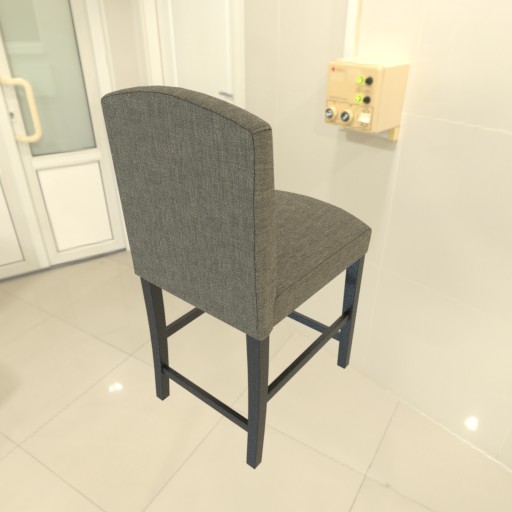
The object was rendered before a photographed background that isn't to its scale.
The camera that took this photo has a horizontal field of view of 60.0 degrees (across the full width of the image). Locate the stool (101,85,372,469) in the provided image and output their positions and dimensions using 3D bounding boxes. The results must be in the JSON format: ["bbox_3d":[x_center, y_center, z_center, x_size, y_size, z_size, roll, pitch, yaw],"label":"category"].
[{"bbox_3d":[0.000,0.000,1.252,0.451,0.966,0.552,22,37,33],"label":"stool"}]
